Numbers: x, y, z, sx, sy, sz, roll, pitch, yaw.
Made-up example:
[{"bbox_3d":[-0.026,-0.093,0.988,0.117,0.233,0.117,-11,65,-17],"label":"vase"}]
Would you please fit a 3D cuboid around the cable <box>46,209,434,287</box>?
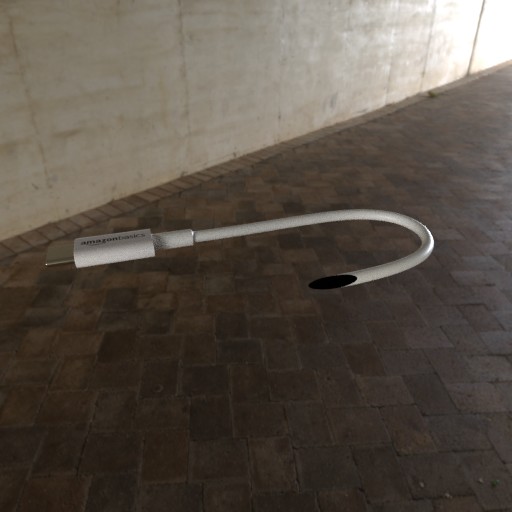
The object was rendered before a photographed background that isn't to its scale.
[{"bbox_3d":[0.000,0.000,0.110,0.098,0.005,0.041,-9,31,-15],"label":"cable"}]
